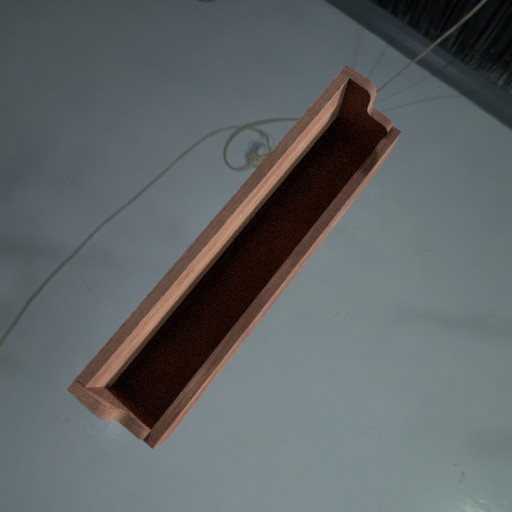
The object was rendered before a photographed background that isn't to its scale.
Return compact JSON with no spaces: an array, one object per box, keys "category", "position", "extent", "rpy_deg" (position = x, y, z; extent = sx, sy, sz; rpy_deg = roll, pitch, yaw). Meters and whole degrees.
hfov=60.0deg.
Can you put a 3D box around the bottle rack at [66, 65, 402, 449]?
[{"category":"bottle rack","position":[0.000,0.000,0.701],"extent":[0.126,0.196,0.608],"rpy_deg":[37,78,10]}]
